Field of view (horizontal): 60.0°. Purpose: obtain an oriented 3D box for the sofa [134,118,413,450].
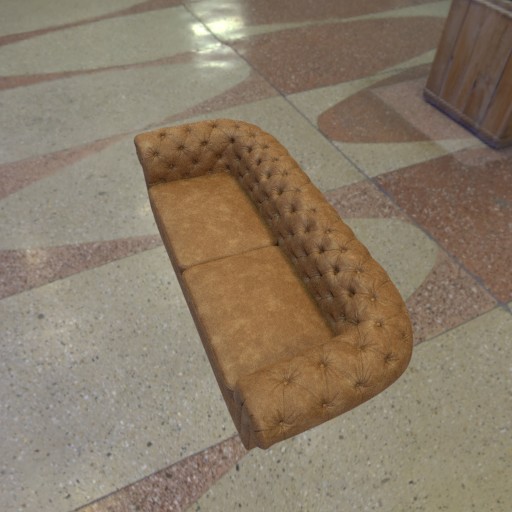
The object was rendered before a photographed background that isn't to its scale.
[{"bbox_3d":[0.000,0.000,2.818,0.989,0.760,2.365,-17,50,-15],"label":"sofa"}]
